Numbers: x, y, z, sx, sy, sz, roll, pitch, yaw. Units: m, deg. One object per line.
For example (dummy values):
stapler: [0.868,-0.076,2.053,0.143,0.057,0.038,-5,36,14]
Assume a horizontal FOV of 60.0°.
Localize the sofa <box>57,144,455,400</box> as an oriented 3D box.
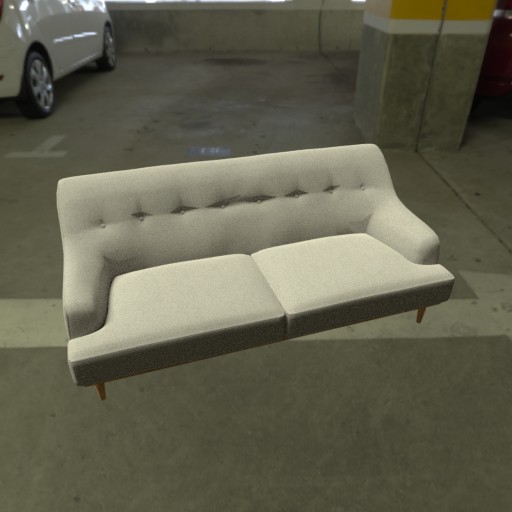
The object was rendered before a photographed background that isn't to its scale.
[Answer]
sofa: [0.000,0.000,2.537,2.057,0.871,0.978,-10,33,-16]
